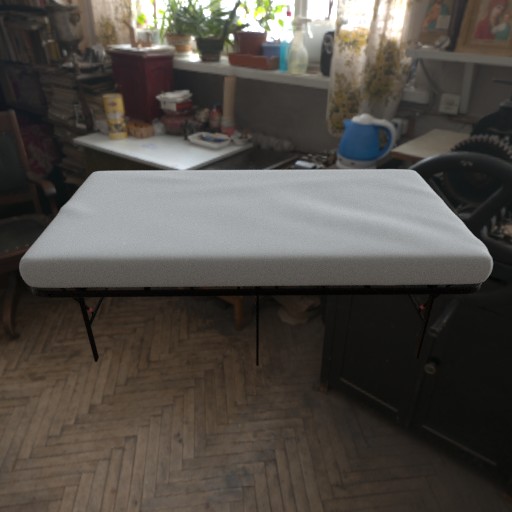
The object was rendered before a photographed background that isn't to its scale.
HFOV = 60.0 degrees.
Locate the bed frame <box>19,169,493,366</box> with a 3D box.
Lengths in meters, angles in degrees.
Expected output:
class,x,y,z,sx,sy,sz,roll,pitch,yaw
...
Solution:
class,x,y,z,sx,sy,sz,roll,pitch,yaw
bed frame,0.000,0.000,2.288,1.903,0.619,0.989,0,32,-1
